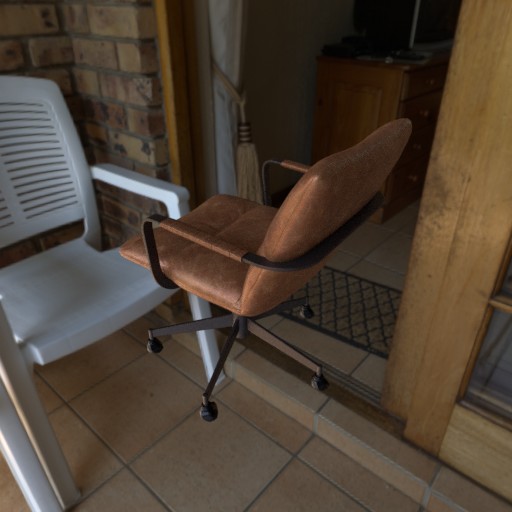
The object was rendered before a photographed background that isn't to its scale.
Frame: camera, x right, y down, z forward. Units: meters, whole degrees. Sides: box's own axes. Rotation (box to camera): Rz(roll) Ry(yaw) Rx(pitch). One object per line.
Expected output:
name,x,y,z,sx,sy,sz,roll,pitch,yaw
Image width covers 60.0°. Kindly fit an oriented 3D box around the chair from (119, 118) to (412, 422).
chair,0.000,0.000,1.502,0.754,0.922,0.727,20,36,30
